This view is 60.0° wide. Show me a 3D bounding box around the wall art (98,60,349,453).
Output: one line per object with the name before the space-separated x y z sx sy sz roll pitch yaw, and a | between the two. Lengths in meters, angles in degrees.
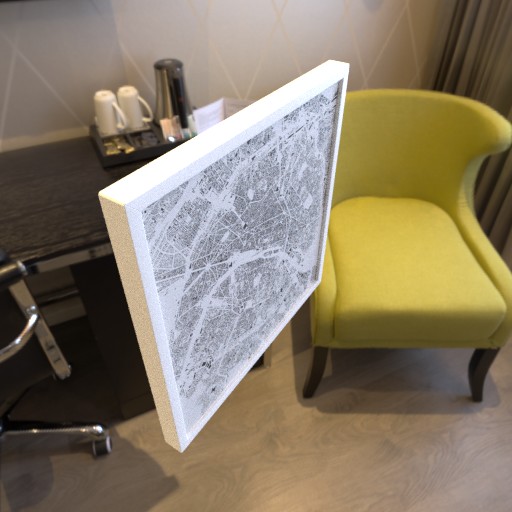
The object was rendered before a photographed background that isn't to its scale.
wall art | 0.000 0.000 0.757 0.038 0.508 0.508 24 46 25
